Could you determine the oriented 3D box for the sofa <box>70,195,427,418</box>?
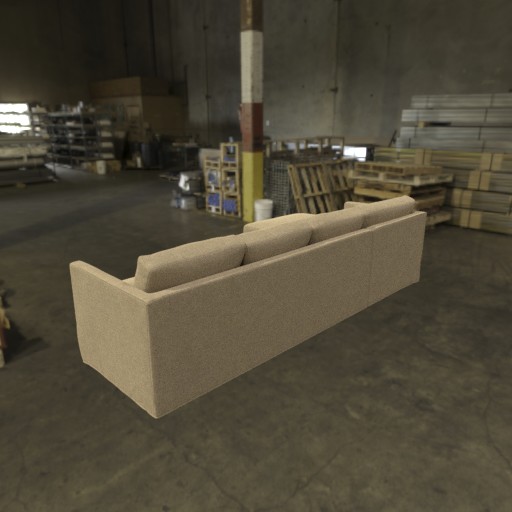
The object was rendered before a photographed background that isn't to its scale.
[{"bbox_3d":[0.000,0.000,3.922,3.198,0.920,1.638,-16,24,-42],"label":"sofa"}]
